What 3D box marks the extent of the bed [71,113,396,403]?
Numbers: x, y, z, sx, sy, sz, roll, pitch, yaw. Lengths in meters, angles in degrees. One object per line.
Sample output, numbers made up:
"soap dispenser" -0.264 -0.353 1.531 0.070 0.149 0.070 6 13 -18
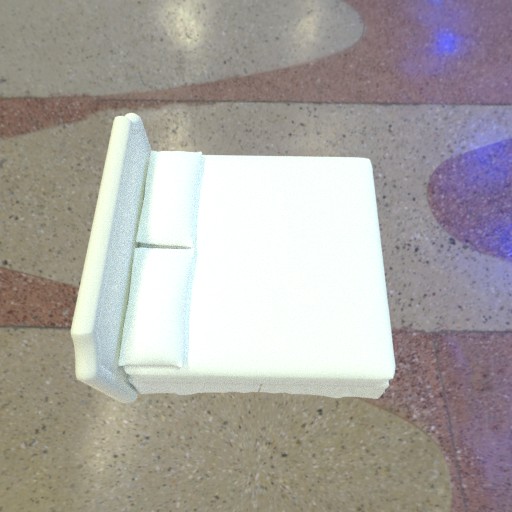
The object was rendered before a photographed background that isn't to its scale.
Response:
"bed" 0.000 0.000 3.563 2.204 1.301 2.160 1 64 0
